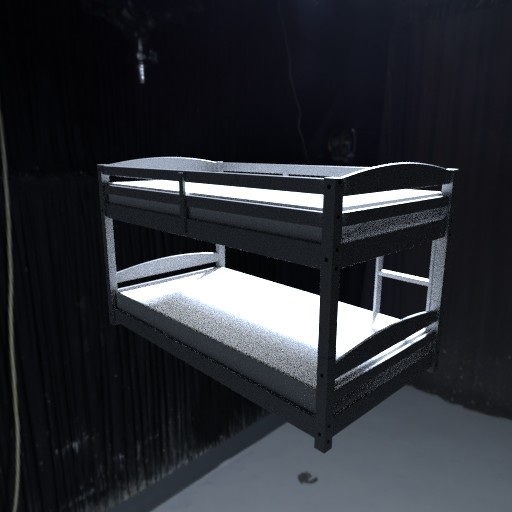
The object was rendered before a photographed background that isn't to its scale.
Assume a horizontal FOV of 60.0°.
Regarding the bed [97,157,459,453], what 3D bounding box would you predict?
[{"bbox_3d":[0.000,0.000,2.829,1.105,1.206,2.013,-13,18,-42],"label":"bed"}]
